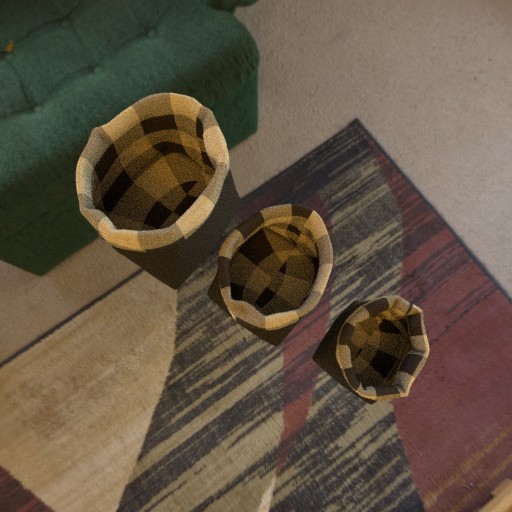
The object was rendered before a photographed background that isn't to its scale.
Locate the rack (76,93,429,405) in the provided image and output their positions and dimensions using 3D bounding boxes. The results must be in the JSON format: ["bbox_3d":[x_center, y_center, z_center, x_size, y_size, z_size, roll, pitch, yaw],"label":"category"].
[{"bbox_3d":[0.000,0.000,1.049,0.889,0.329,0.370,35,78,8],"label":"rack"}]
